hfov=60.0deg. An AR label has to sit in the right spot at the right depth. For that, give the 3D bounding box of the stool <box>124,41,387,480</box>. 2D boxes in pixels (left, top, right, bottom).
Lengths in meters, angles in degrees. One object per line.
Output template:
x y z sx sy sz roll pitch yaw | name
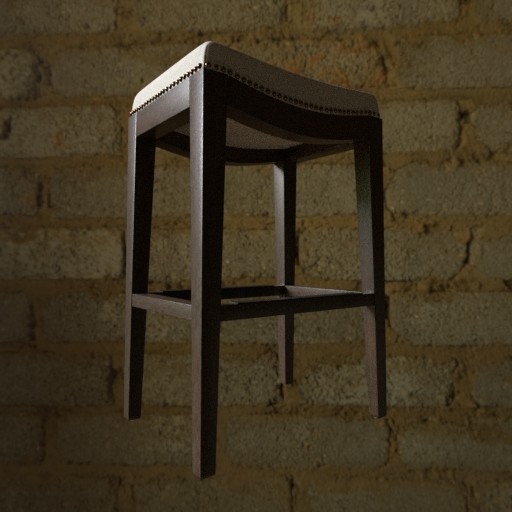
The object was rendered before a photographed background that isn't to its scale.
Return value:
0.000 0.000 1.031 0.498 0.759 0.358 0 0 -37 | stool
